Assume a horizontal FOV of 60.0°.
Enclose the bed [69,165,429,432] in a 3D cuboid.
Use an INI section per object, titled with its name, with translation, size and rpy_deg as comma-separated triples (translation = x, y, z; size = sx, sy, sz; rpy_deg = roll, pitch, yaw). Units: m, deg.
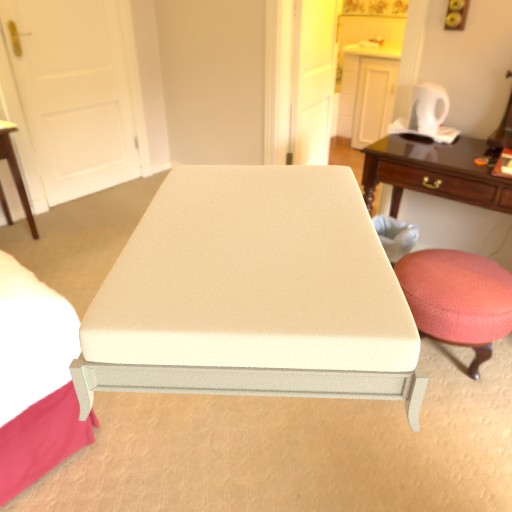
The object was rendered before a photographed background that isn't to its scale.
[bed]
translation = 0.000, 0.000, 2.612
size = 1.460, 0.510, 1.985
rpy_deg = 1, 31, 2
